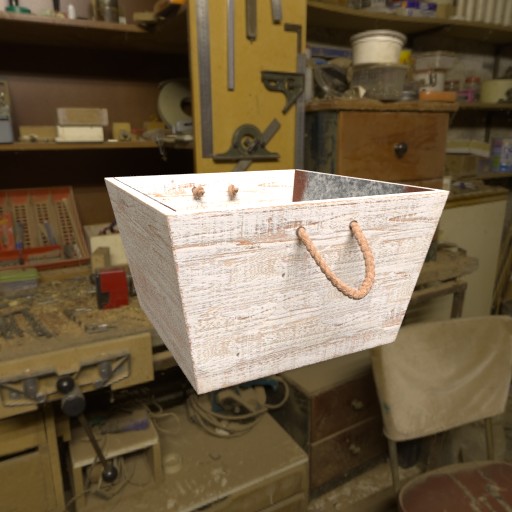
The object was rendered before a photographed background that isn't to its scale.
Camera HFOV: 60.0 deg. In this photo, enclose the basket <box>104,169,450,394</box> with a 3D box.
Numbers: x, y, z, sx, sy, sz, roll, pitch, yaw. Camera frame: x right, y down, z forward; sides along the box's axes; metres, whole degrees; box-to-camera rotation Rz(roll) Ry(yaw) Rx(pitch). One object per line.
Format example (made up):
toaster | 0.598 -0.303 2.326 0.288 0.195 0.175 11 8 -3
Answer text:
basket | 0.000 0.000 0.755 0.413 0.247 0.545 -8 18 -26
